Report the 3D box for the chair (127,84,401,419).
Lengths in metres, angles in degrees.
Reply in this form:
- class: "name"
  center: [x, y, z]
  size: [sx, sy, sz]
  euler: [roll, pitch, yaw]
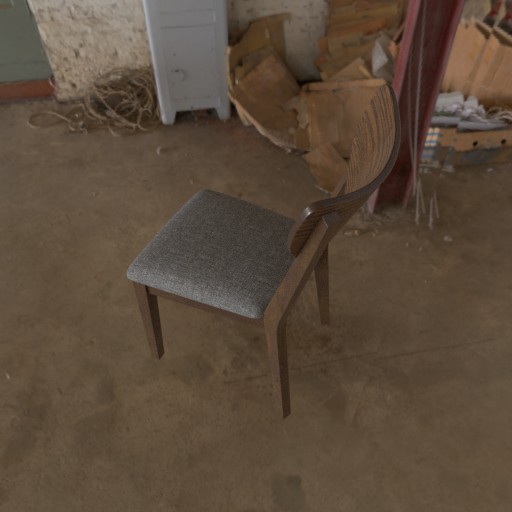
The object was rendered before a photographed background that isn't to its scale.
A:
- class: "chair"
  center: [0.000, 0.000, 1.203]
  size: [0.583, 0.849, 0.491]
  euler: [19, 49, 17]
